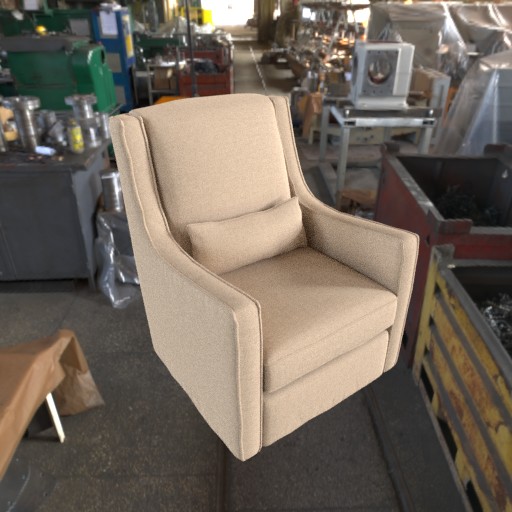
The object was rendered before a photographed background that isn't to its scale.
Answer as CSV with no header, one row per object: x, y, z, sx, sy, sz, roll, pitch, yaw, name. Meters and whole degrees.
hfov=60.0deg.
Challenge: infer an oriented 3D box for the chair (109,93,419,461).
0.000,0.000,1.601,0.732,0.993,0.879,-20,35,-30,chair
